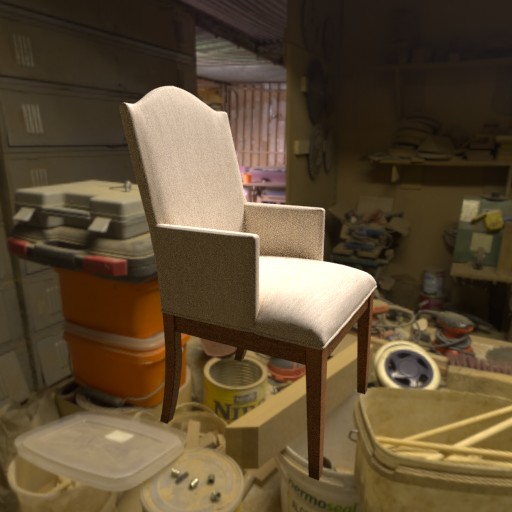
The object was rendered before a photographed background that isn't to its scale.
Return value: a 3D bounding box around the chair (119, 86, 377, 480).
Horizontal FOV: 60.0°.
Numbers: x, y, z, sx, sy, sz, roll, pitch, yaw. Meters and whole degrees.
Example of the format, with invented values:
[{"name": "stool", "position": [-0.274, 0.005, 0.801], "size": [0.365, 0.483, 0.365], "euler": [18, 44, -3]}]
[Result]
[{"name": "chair", "position": [0.000, 0.000, 1.371], "size": [0.641, 1.016, 0.533], "euler": [8, 17, 27]}]
